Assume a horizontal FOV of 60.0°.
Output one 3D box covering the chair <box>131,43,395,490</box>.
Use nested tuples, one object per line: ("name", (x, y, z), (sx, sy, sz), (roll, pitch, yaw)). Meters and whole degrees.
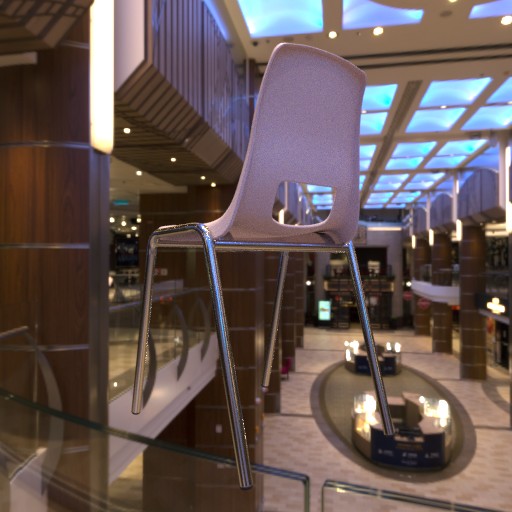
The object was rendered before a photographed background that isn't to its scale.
("chair", (0.000, 0.000, 0.931), (0.381, 0.704, 0.436), (1, -1, -36))
